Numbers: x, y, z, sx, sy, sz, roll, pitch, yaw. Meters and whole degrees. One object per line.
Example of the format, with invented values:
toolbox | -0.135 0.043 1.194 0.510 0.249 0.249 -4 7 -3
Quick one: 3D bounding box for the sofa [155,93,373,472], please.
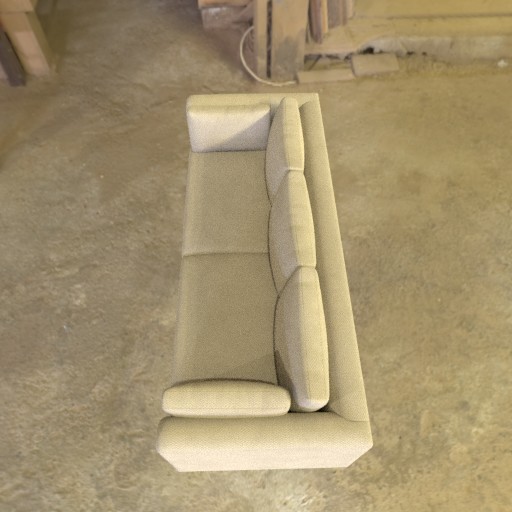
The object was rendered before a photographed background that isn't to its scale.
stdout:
sofa | 0.000 0.000 2.844 0.969 0.867 2.415 -1 57 -1
